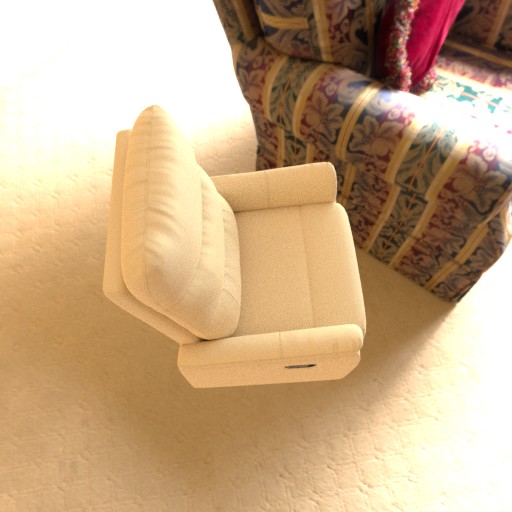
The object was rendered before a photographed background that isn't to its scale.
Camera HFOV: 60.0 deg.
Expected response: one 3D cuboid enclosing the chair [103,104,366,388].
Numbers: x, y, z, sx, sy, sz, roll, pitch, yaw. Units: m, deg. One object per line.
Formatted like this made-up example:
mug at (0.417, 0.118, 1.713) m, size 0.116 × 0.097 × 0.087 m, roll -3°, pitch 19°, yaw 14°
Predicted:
chair at (0.000, 0.000, 1.628) m, size 0.831 × 1.082 × 0.775 m, roll -3°, pitch 65°, yaw -2°
